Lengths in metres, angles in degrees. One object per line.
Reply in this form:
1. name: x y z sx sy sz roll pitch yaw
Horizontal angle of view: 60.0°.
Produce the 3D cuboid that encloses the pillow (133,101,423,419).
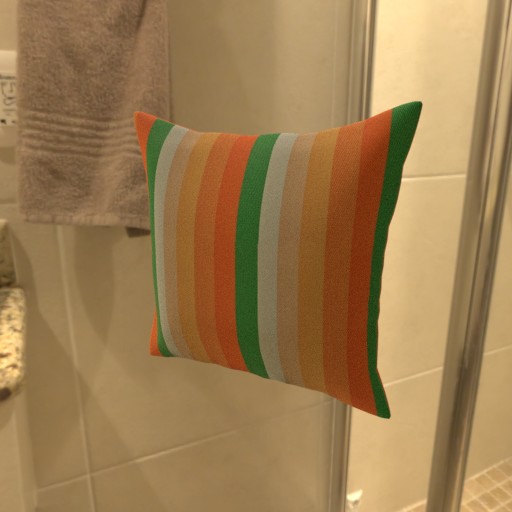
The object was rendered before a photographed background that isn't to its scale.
1. pillow: 0.000 0.000 0.693 0.453 0.444 0.169 8 17 26
